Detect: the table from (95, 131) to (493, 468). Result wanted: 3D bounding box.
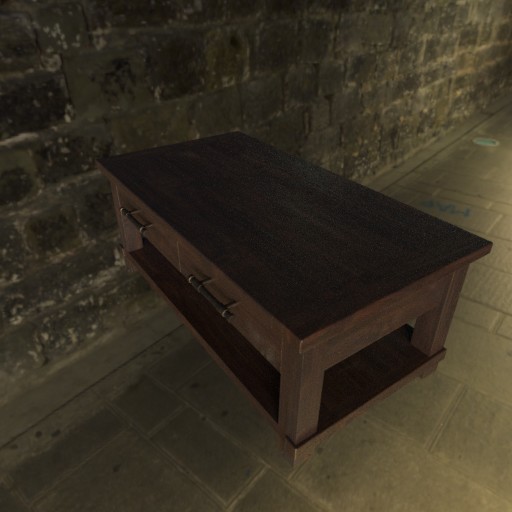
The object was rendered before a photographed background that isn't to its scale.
[{"bbox_3d":[0.000,0.000,1.605,0.700,0.494,1.270,-20,37,-29],"label":"table"}]
